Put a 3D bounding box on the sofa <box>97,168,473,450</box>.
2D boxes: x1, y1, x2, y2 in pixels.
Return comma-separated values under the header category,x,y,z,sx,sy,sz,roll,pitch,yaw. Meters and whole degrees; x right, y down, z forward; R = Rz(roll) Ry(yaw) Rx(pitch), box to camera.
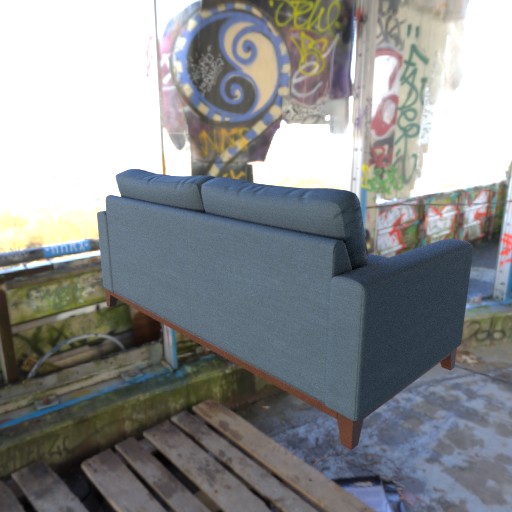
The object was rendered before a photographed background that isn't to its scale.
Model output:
category,x,y,z,sx,sy,sz,roll,pitch,yaw
sofa,0.000,0.000,2.349,0.877,0.865,1.900,-14,20,-42
